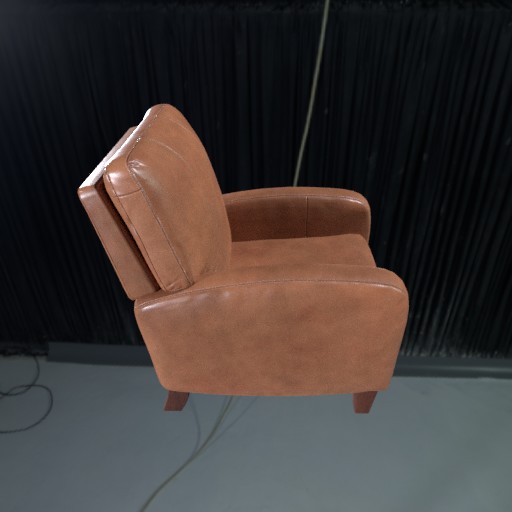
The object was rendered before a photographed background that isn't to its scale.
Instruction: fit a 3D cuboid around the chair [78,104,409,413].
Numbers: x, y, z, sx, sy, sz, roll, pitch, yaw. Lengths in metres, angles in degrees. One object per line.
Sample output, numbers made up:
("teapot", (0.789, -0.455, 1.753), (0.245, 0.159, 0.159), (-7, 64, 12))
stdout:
("chair", (0.000, 0.000, 1.687), (0.990, 0.990, 0.762), (0, 33, 1))
